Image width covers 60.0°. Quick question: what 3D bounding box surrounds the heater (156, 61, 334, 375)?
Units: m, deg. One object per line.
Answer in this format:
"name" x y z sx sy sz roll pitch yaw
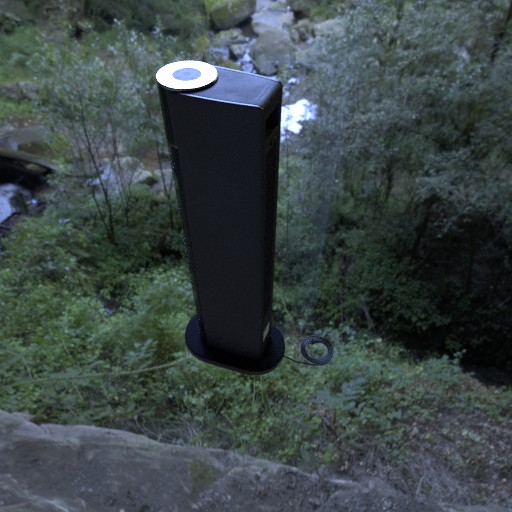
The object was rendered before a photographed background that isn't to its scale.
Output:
"heater" 0.000 0.000 1.068 0.458 0.856 0.214 17 50 15
